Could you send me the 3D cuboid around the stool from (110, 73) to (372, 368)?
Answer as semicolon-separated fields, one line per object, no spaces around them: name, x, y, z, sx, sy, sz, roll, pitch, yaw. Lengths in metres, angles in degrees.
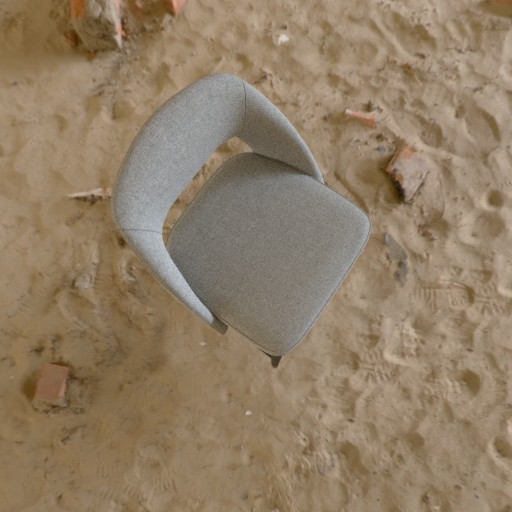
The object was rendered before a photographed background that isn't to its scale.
stool;0.000;0.000;1.315;0.509;1.037;0.494;34;79;8
